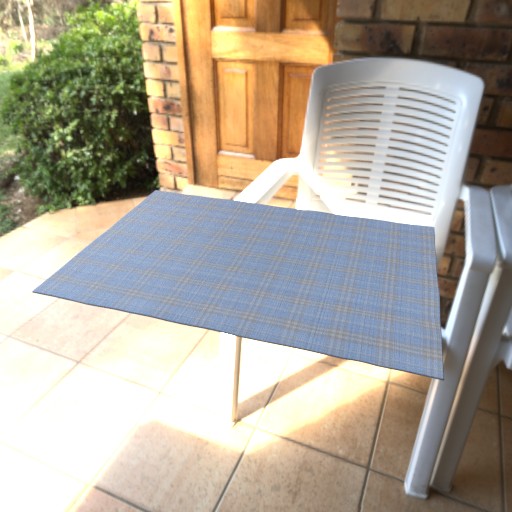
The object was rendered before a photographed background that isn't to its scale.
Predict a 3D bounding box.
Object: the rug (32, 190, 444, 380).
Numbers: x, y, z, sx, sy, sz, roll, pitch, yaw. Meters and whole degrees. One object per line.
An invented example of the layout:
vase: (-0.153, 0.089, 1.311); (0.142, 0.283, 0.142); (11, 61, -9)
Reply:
rug: (0.000, 0.000, 2.351); (1.835, 0.012, 1.231); (9, 33, 14)
